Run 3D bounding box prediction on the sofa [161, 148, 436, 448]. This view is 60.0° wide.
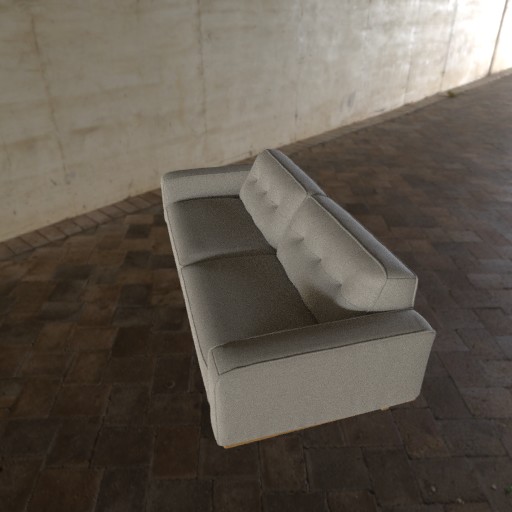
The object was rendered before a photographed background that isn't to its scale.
[{"bbox_3d":[0.000,0.000,2.730,0.956,0.781,2.270,-8,31,-13],"label":"sofa"}]
